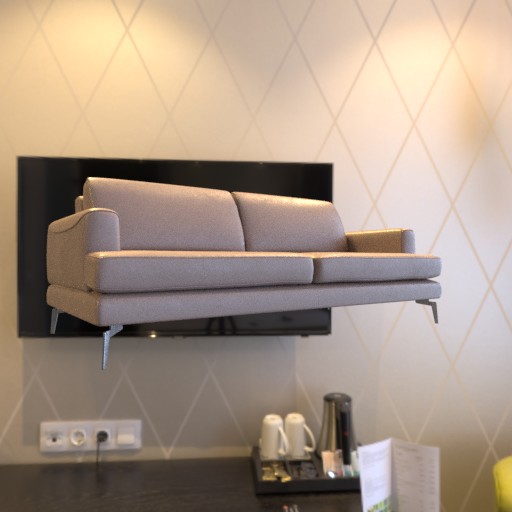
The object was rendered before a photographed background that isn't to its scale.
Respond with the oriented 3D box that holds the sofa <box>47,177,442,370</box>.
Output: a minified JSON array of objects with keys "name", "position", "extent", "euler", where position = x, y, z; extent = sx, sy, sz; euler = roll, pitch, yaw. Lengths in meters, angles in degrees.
[{"name":"sofa","position":[0.000,0.000,2.374],"extent":[1.940,0.765,0.974],"euler":[0,-1,-35]}]
